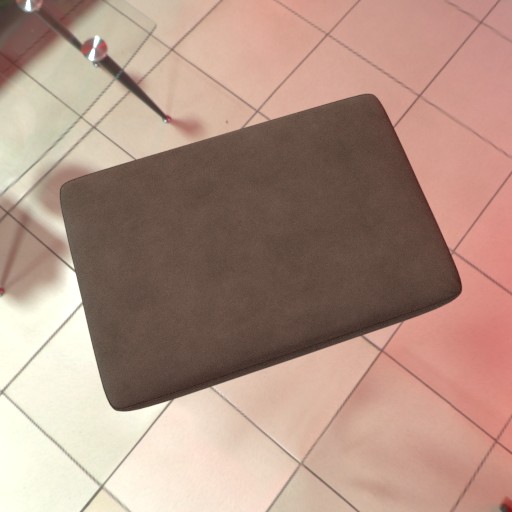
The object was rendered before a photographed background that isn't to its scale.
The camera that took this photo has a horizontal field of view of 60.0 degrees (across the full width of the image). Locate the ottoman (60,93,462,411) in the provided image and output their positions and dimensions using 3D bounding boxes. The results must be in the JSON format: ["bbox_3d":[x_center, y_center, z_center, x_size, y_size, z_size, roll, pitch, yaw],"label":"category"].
[{"bbox_3d":[0.000,0.000,1.218,0.864,0.483,0.584,-18,76,-4],"label":"ottoman"}]
